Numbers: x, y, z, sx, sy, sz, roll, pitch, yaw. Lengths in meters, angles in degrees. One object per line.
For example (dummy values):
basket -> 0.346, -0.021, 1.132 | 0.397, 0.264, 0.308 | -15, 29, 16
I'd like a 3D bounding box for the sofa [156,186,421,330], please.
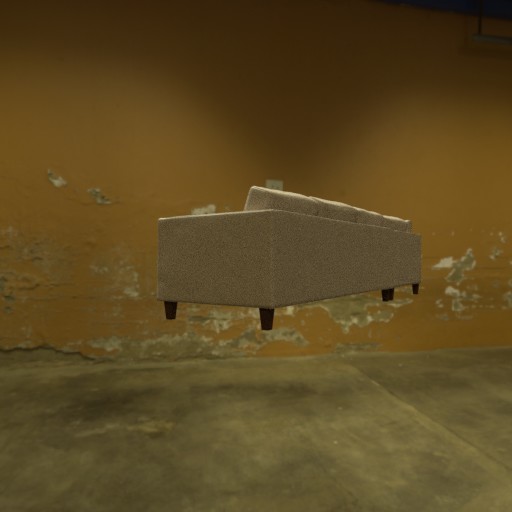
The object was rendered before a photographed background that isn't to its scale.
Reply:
sofa -> 0.000, 0.000, 4.446 | 2.432, 0.863, 3.182 | 0, 0, 35
